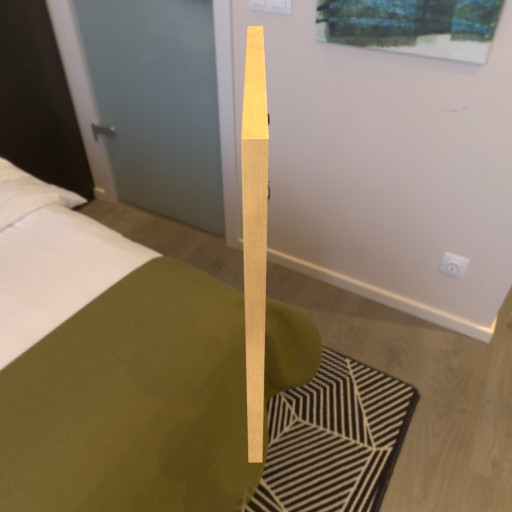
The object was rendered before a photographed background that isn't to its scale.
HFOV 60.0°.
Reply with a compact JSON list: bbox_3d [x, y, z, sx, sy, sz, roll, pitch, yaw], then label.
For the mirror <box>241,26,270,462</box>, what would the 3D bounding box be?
[{"bbox_3d":[0.000,0.000,1.113,0.041,0.915,0.609,0,40,0],"label":"mirror"}]
